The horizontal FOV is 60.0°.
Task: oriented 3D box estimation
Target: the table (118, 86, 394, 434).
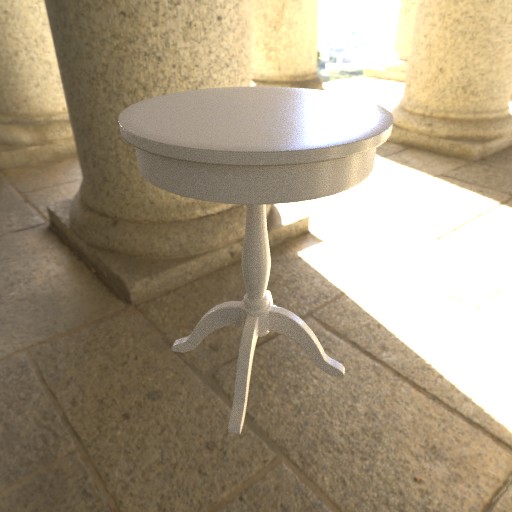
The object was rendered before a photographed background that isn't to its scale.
[{"bbox_3d":[0.000,0.000,1.020,0.513,0.653,0.513,0,31,0],"label":"table"}]
